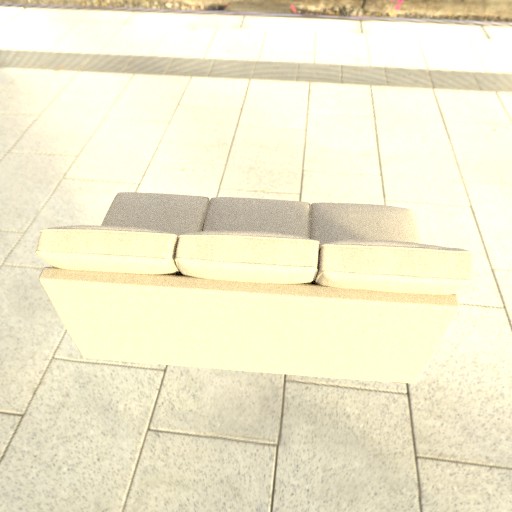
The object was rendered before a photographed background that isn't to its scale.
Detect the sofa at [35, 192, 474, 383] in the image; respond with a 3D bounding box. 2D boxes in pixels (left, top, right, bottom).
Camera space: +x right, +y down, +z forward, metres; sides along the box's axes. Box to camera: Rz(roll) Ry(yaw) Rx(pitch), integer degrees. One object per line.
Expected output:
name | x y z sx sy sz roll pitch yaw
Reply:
sofa | 0.000 0.000 2.546 1.962 0.973 1.027 4 47 3
